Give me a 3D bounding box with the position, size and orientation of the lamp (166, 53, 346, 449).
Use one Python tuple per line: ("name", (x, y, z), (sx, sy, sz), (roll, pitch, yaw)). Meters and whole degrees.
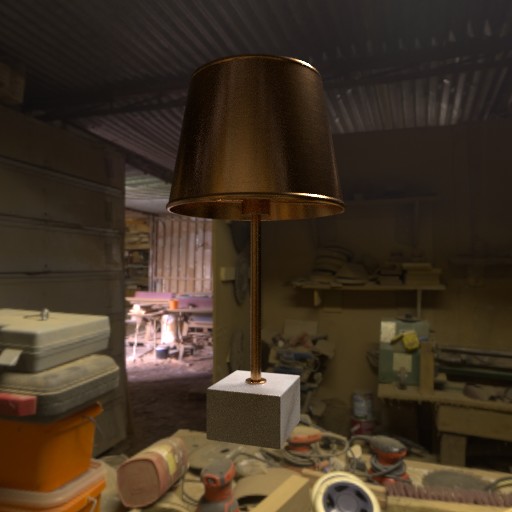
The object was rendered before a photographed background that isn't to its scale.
("lamp", (0.000, 0.000, 0.521), (0.208, 0.406, 0.208), (0, -1, 0))
